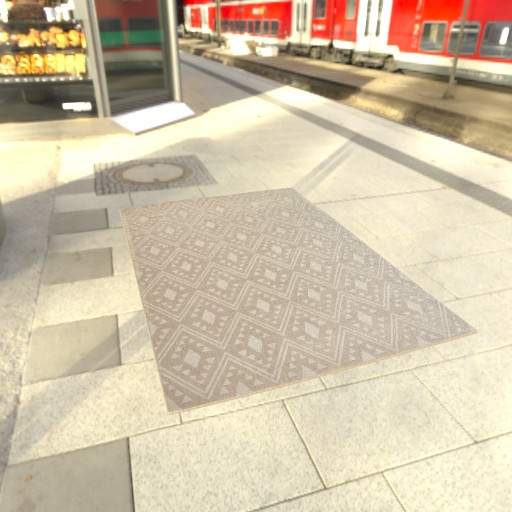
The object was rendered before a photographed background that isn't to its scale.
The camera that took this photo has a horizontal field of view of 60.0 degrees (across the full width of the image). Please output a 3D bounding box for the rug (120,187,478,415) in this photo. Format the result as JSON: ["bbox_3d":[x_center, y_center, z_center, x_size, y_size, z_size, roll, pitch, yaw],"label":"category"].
[{"bbox_3d":[0.000,0.000,2.349,1.252,0.034,1.829,-10,30,-17],"label":"rug"}]
